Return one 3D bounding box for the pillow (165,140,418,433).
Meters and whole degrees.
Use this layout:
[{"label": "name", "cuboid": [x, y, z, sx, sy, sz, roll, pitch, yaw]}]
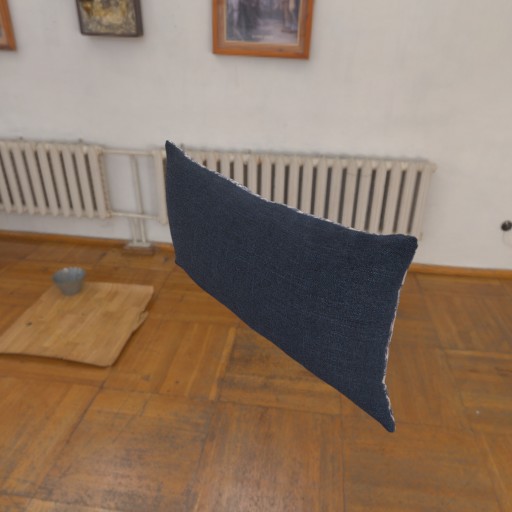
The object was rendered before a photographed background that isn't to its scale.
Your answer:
[{"label": "pillow", "cuboid": [0.000, 0.000, 0.768, 0.148, 0.292, 0.631, -19, 33, -32]}]
